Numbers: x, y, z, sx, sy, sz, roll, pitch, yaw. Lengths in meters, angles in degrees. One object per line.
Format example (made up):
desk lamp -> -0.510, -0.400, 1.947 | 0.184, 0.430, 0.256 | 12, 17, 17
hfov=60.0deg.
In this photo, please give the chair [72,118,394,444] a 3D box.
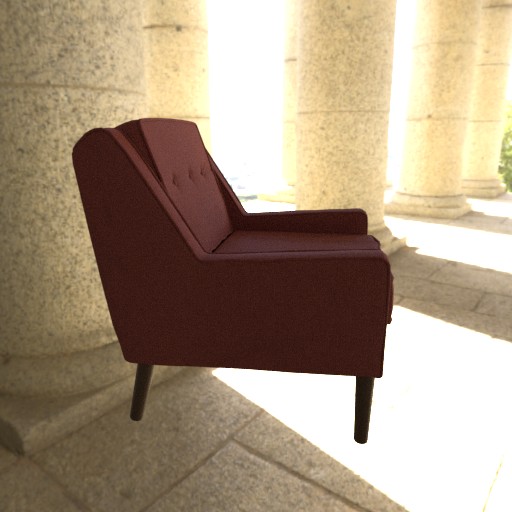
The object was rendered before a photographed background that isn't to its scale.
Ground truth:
chair -> 0.000, 0.000, 1.365 | 0.770, 0.812, 0.680 | 2, 16, 8
